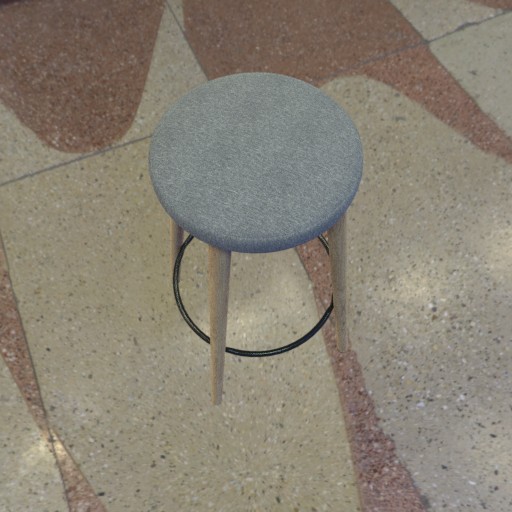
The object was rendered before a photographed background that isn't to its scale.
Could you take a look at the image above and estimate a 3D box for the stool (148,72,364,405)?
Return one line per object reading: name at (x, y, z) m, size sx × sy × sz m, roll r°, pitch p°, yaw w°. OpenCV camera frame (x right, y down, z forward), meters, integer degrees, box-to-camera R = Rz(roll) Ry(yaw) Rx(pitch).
stool at (0.000, 0.000, 0.977) m, size 0.410 × 0.770 × 0.410 m, roll -20°, pitch 65°, yaw -9°
